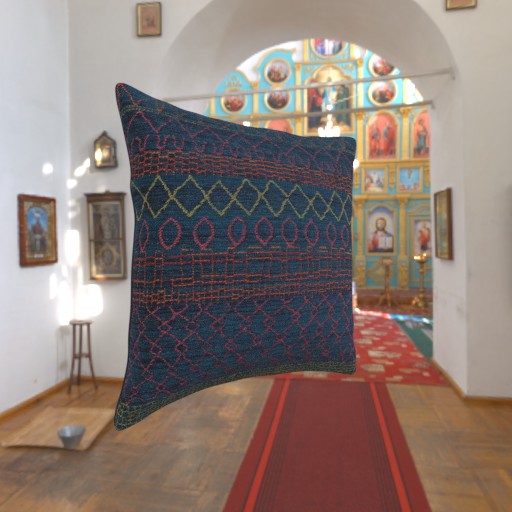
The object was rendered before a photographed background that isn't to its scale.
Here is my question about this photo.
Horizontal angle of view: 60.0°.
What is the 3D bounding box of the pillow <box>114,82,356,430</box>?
[{"bbox_3d":[0.000,0.000,0.672,0.431,0.431,0.141,0,1,-35],"label":"pillow"}]
